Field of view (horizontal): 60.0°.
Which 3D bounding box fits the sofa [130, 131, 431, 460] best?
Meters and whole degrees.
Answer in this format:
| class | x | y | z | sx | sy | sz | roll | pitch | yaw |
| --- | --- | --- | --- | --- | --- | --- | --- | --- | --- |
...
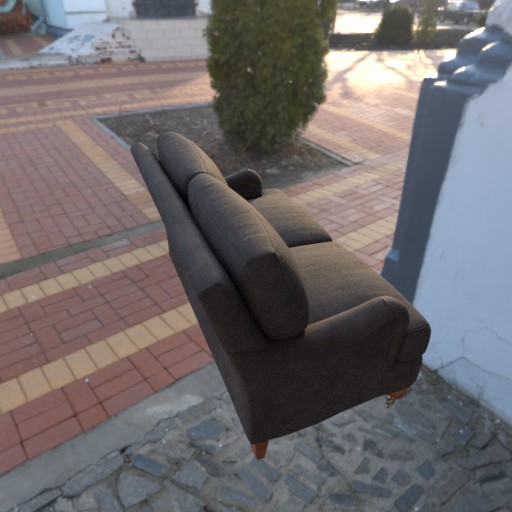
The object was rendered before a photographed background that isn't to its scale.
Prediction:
| class | x | y | z | sx | sy | sz | roll | pitch | yaw |
| --- | --- | --- | --- | --- | --- | --- | --- | --- | --- |
| sofa | 0.000 | 0.000 | 2.562 | 1.084 | 1.101 | 1.853 | -11 | 32 | -18 |
